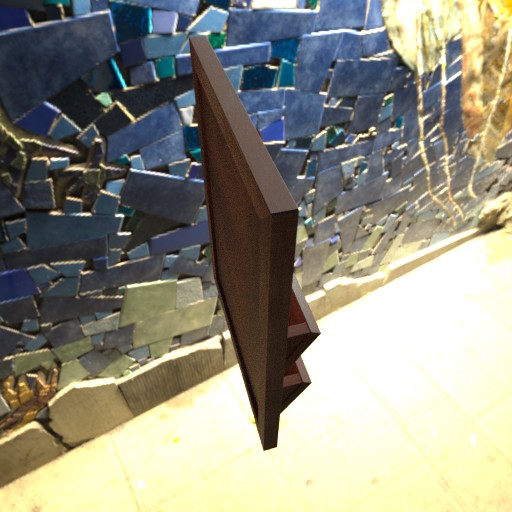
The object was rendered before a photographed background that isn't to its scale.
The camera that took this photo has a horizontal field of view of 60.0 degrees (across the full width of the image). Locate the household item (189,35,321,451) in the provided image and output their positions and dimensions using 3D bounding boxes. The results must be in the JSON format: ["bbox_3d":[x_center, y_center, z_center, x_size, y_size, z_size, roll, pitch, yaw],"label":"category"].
[{"bbox_3d":[0.000,0.000,0.539,0.067,0.407,0.310,-12,47,-11],"label":"household item"}]
